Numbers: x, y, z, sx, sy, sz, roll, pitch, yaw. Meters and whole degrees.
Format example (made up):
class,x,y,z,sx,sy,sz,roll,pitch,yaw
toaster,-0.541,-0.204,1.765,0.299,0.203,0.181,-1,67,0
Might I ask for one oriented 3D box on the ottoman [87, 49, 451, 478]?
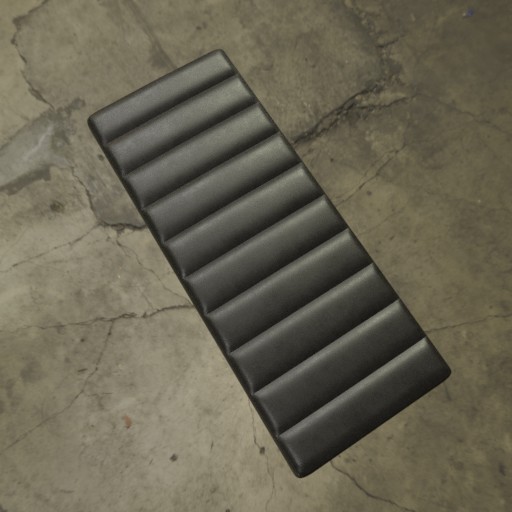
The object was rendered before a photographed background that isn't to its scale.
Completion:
class,x,y,z,sx,sy,sz,roll,pitch,yaw
ottoman,0.000,0.000,1.397,0.482,0.469,1.151,-31,77,-8
